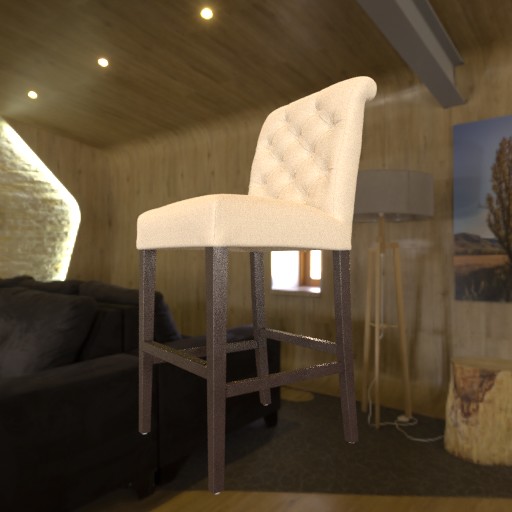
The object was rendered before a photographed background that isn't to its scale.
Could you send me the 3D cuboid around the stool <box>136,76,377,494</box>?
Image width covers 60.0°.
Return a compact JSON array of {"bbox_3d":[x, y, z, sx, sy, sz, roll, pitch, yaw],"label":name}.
[{"bbox_3d":[0.000,0.000,1.387,0.610,1.118,0.482,0,0,-36],"label":"stool"}]
